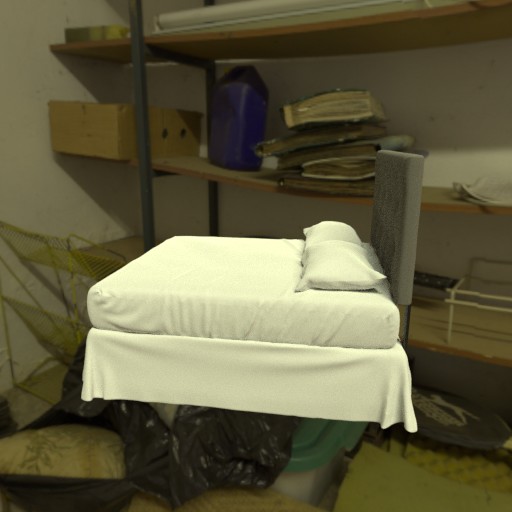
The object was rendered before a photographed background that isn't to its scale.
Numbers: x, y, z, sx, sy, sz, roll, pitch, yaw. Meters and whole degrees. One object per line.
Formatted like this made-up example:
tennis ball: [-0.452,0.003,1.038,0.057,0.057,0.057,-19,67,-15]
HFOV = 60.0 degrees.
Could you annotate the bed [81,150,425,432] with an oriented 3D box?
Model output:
bed: [0.000,0.000,3.430,2.222,1.577,1.936,2,15,9]
